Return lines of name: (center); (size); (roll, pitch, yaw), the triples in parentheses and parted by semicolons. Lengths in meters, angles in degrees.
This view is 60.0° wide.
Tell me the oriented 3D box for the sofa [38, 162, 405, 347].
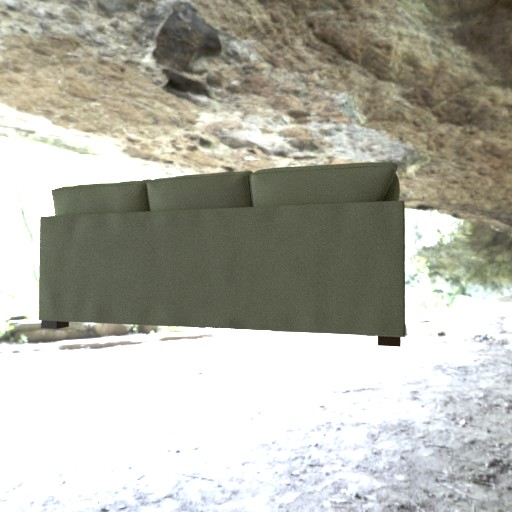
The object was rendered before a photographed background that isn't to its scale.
sofa: (0.000, 0.000, 3.485); (2.189, 0.939, 2.182); (0, -1, 18)
